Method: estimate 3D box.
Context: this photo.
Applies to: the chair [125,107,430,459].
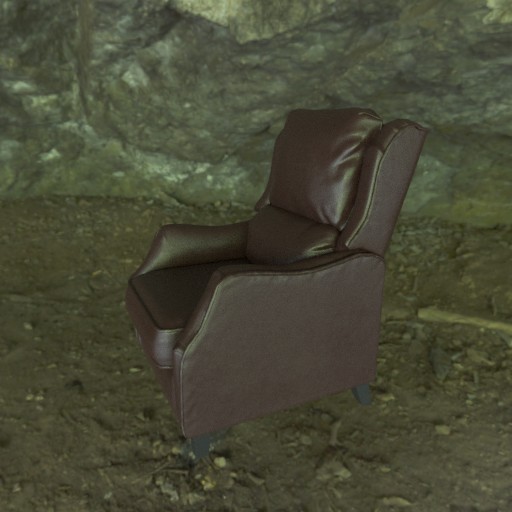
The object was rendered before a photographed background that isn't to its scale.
[{"bbox_3d":[0.000,0.000,1.769,0.982,1.132,0.770,-8,19,-25],"label":"chair"}]
